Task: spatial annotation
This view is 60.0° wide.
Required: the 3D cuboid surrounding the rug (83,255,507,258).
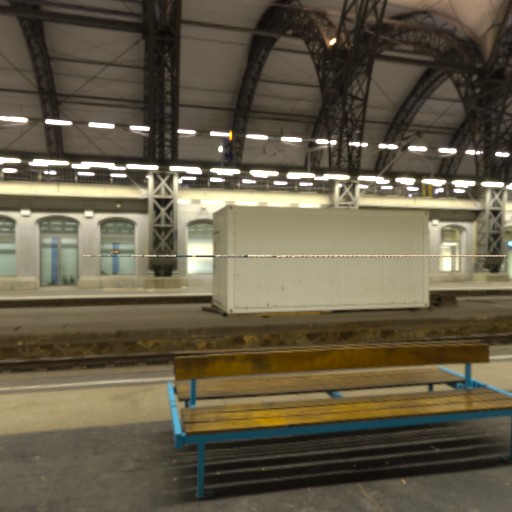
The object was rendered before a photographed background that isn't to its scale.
[{"bbox_3d":[0.000,0.000,2.880,1.532,0.010,2.441,0,0,-36],"label":"rug"}]
